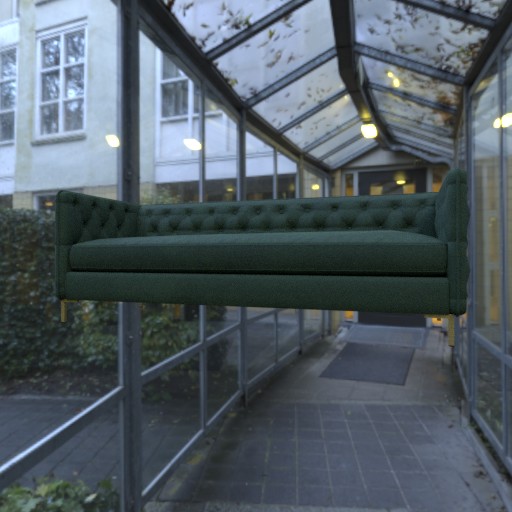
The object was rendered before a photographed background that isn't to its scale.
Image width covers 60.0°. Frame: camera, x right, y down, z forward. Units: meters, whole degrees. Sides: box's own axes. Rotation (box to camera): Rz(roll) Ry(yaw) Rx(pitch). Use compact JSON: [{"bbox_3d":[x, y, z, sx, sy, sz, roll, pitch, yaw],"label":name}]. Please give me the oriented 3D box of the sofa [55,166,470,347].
[{"bbox_3d":[0.000,0.000,2.610,2.209,0.771,0.895,0,0,19],"label":"sofa"}]
